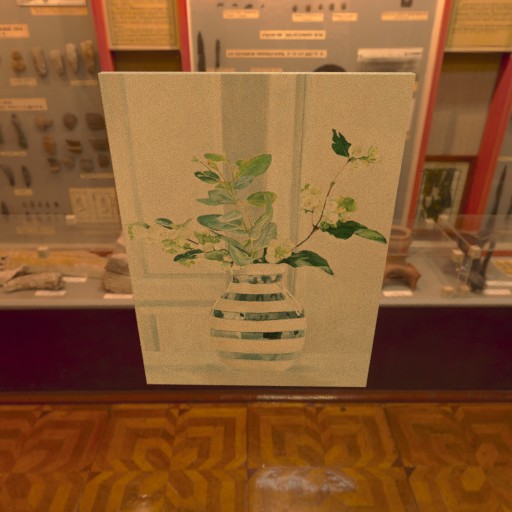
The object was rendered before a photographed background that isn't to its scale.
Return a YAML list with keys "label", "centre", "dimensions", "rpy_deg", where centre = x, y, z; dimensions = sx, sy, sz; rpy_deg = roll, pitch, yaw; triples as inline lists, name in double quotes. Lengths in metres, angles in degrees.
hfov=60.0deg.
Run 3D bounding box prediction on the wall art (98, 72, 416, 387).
- label: "wall art"
  centre: [0.000, 0.000, 1.578]
  dimensions: [0.914, 1.212, 0.038]
  rpy_deg: [1, 29, 1]
